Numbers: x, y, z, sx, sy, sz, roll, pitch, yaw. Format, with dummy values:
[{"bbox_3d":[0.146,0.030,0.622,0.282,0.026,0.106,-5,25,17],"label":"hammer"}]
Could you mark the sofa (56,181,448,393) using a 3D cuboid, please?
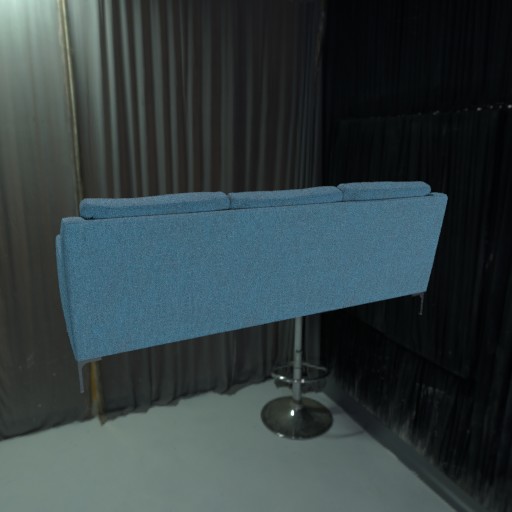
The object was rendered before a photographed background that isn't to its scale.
[{"bbox_3d":[0.000,0.000,2.523,2.060,0.837,0.849,-7,16,-26],"label":"sofa"}]
